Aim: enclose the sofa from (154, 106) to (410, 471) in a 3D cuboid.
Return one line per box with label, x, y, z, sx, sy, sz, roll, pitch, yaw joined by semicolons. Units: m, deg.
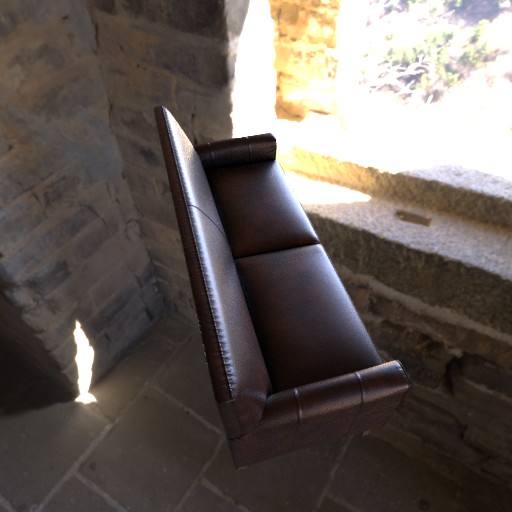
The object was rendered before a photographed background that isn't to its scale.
sofa;0.000;0.000;2.442;0.786;0.871;1.995;-11;47;-10
